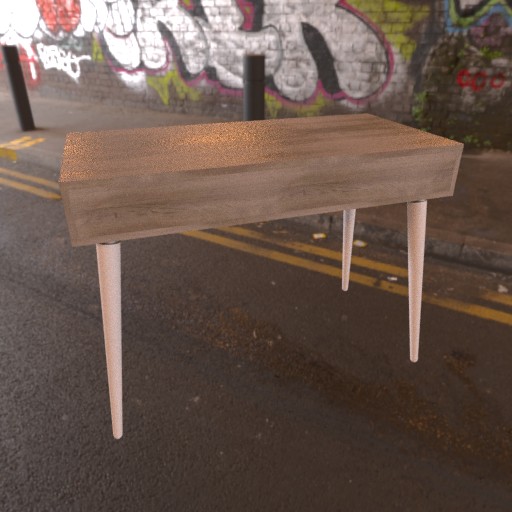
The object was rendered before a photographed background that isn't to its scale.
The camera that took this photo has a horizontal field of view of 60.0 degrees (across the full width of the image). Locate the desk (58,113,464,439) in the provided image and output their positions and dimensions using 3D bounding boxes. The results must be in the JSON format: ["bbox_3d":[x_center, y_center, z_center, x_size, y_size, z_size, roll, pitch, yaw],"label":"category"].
[{"bbox_3d":[0.000,0.000,1.373,0.979,0.723,0.491,-9,29,-17],"label":"desk"}]
